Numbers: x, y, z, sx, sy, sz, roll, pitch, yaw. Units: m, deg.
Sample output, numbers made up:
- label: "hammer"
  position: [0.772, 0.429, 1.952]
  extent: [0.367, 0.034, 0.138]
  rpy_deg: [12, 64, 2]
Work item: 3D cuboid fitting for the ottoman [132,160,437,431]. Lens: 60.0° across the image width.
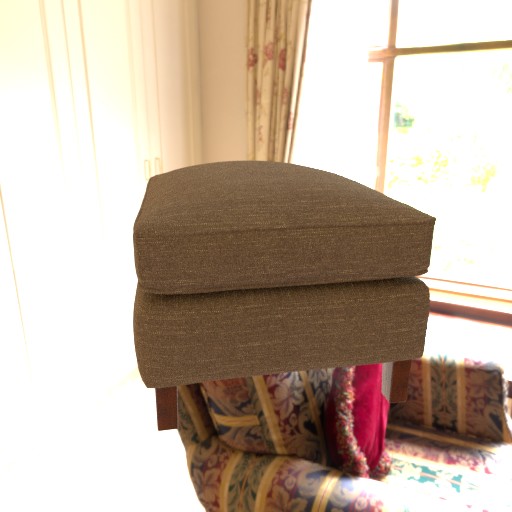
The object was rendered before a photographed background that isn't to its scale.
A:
- label: "ottoman"
  position: [0.000, 0.000, 0.992]
  extent: [0.508, 0.406, 0.686]
  rpy_deg: [-3, 17, -10]
